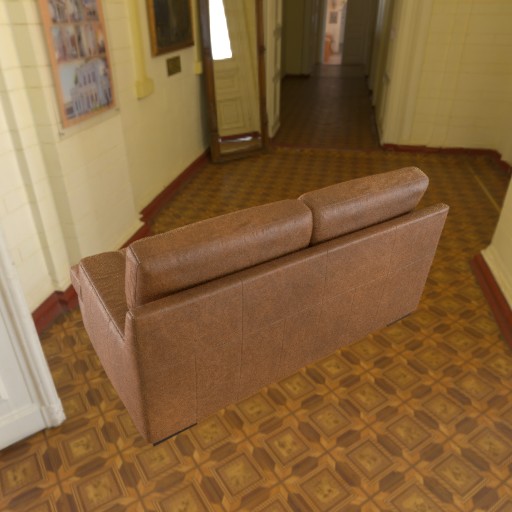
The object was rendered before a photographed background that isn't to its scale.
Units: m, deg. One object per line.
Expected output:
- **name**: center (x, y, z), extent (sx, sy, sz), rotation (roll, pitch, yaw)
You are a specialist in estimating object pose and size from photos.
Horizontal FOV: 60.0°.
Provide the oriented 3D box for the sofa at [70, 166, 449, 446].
- **sofa**: center (0.000, 0.000, 2.518), extent (1.880, 0.966, 1.144), rotation (-18, 34, -29)
